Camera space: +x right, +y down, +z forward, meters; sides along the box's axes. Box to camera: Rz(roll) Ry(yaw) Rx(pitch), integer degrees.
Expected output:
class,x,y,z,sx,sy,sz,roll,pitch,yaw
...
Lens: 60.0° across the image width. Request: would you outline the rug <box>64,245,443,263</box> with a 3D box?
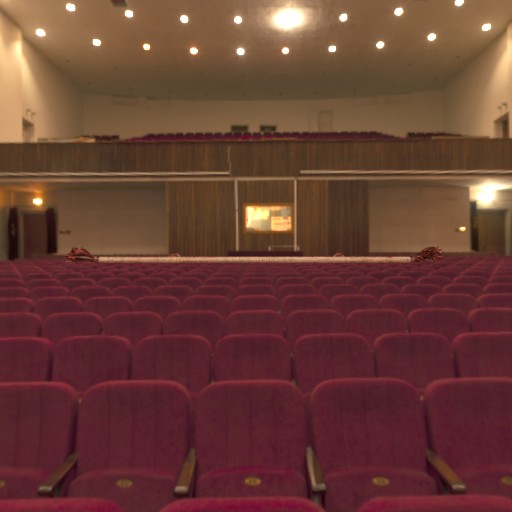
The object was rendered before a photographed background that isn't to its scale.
class,x,y,z,sx,sy,sz,roll,pitch,yaw
rug,0.000,0.000,2.631,1.444,0.067,2.069,0,0,0
